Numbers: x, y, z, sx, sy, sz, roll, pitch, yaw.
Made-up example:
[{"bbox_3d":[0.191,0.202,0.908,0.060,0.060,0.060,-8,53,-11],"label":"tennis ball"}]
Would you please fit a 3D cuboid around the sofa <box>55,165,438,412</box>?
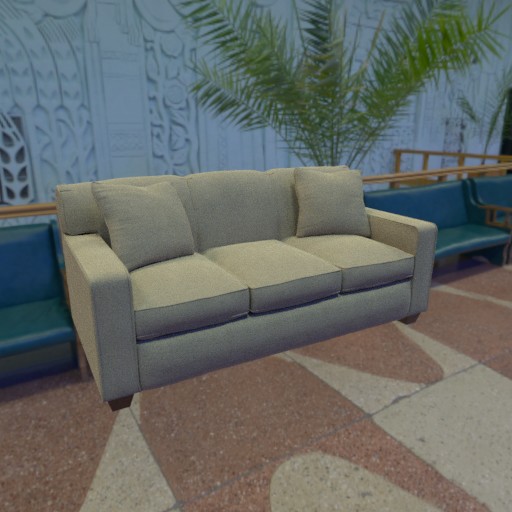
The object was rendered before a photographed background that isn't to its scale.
[{"bbox_3d":[0.000,0.000,2.630,2.024,0.958,0.997,-9,19,-27],"label":"sofa"}]
